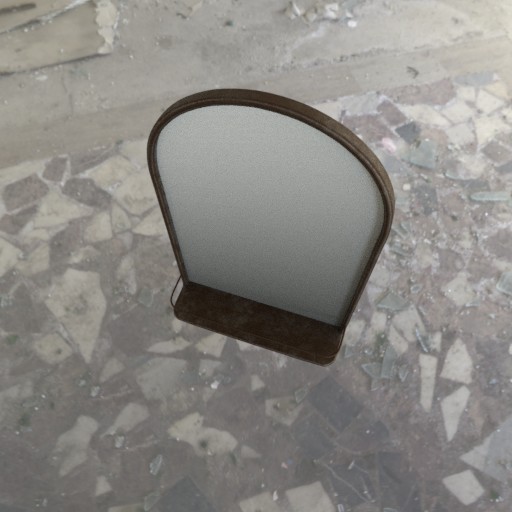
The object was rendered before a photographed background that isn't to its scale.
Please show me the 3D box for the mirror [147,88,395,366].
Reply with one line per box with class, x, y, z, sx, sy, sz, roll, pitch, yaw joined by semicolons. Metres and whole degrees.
mirror;0.000;0.000;0.987;0.510;0.770;0.137;16;60;10
